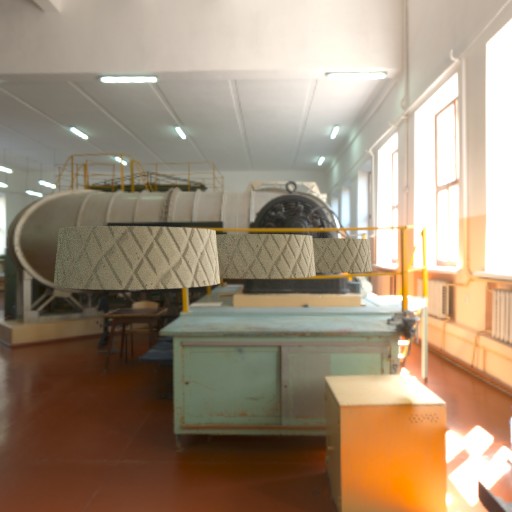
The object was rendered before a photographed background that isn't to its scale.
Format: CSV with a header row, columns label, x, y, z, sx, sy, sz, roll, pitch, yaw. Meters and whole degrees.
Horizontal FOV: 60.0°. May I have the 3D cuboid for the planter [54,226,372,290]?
label,x,y,z,sx,sy,sz,roll,pitch,yaw
planter,0.000,0.000,0.428,0.114,0.038,0.390,0,1,37
